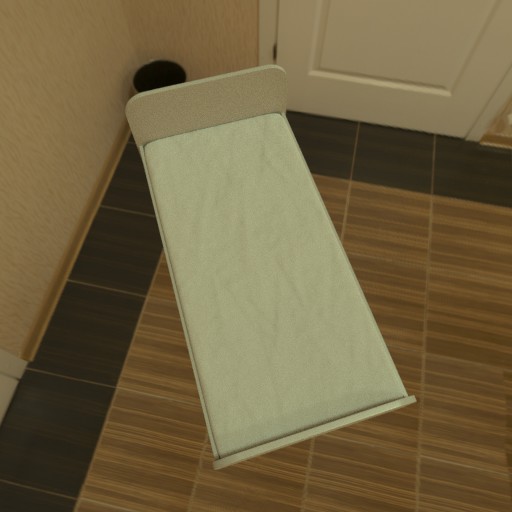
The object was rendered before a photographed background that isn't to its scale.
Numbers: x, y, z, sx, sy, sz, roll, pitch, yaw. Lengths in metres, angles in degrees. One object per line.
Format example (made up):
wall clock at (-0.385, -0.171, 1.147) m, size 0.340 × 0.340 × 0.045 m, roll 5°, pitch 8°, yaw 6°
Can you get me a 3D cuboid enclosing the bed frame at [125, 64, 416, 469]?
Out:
bed frame at (0.000, 0.000, 2.497) m, size 0.998 × 0.805 × 1.963 m, roll -15°, pitch 65°, yaw -7°
